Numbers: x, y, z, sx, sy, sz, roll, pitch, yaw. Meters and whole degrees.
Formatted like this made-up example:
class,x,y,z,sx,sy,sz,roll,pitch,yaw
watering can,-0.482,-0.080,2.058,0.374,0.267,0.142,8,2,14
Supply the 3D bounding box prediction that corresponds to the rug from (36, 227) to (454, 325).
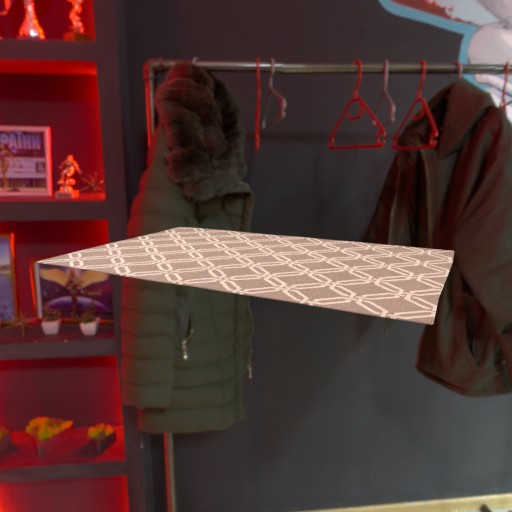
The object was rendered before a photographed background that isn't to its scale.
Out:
class,x,y,z,sx,sy,sz,roll,pitch,yaw
rug,0.000,0.000,2.184,1.748,0.010,1.142,6,14,26
